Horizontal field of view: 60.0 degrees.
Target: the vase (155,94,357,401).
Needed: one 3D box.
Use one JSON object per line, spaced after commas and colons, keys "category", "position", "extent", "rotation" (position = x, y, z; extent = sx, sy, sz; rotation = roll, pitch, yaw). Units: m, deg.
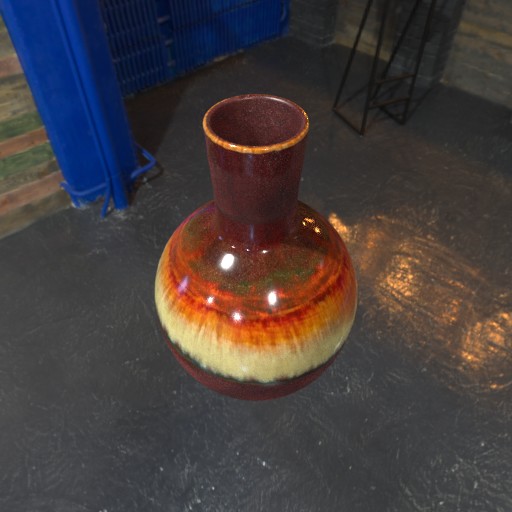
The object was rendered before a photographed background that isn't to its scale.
{"category": "vase", "position": [0.000, 0.000, 0.227], "extent": [0.111, 0.154, 0.111], "rotation": [0, 47, 0]}
